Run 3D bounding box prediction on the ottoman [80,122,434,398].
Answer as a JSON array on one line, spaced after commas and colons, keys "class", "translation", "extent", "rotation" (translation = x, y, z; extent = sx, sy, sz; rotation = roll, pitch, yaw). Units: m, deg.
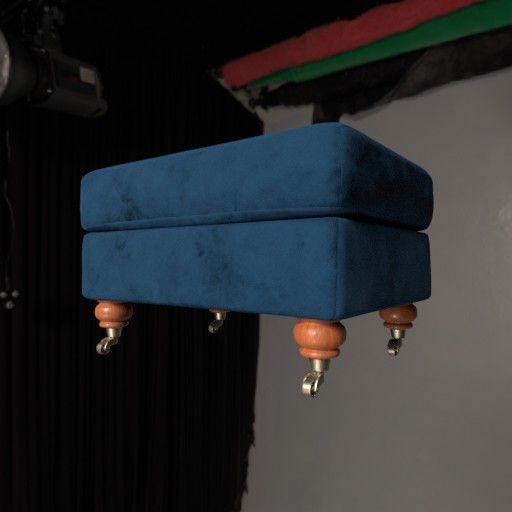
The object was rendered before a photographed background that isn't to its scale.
[{"class": "ottoman", "translation": [0.000, 0.000, 1.152], "extent": [0.773, 0.503, 0.572], "rotation": [0, -1, 36]}]
